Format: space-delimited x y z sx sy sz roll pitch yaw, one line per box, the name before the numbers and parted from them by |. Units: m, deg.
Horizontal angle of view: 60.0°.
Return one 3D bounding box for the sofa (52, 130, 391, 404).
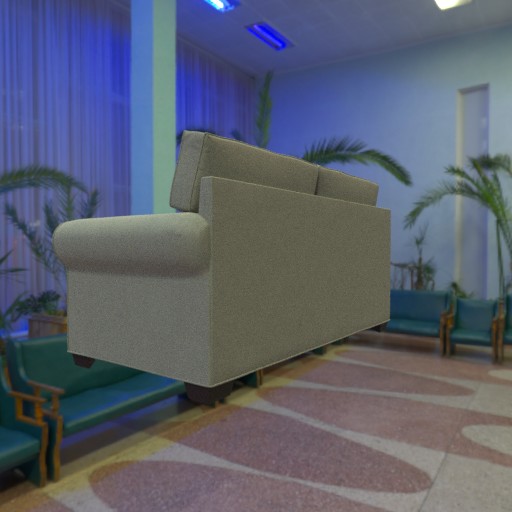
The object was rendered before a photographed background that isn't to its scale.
sofa | 0.000 0.000 2.322 0.861 0.933 1.774 1 2 37
